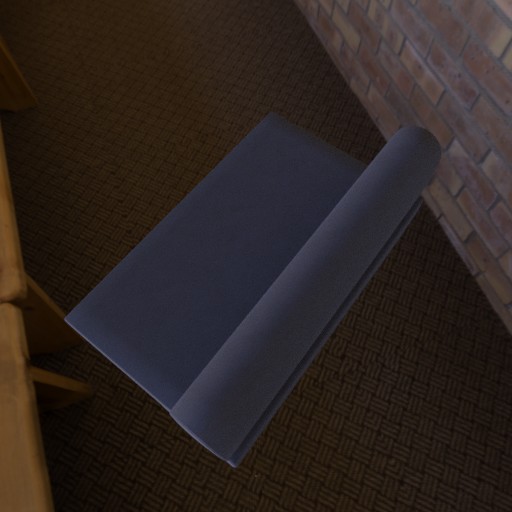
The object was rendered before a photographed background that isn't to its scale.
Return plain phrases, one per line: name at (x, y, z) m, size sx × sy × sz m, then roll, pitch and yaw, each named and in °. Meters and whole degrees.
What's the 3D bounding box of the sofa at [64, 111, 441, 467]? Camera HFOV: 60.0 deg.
sofa at (0.000, 0.000, 1.648) m, size 0.762 × 0.660 × 1.219 m, roll 34°, pitch 69°, yaw 16°
